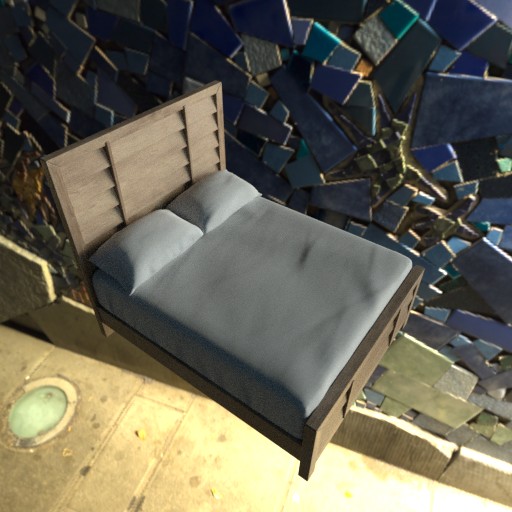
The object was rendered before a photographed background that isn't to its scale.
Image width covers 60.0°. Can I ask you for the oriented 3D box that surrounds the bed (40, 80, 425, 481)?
[{"bbox_3d":[0.000,0.000,3.208,2.017,1.631,1.615,26,47,27],"label":"bed"}]
